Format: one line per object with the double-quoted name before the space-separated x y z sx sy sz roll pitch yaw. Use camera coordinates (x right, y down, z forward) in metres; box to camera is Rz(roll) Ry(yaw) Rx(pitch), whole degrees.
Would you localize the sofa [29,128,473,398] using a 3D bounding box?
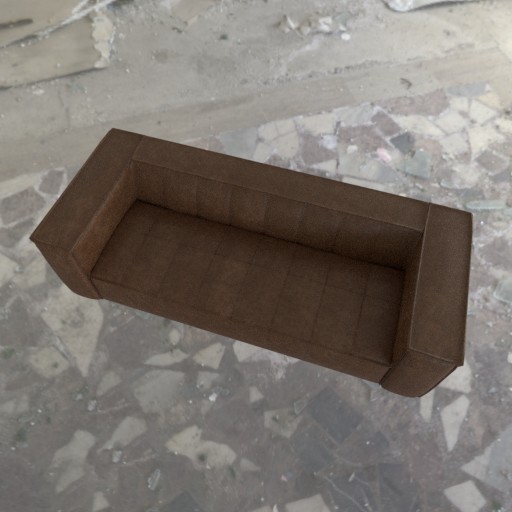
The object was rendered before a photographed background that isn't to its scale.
"sofa" 0.000 0.000 2.995 2.581 0.701 1.102 15 59 10
